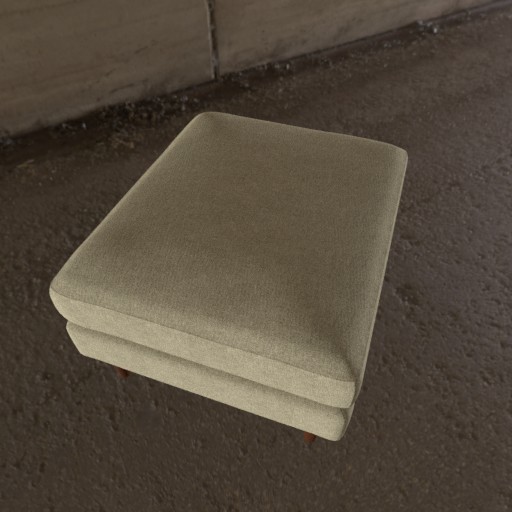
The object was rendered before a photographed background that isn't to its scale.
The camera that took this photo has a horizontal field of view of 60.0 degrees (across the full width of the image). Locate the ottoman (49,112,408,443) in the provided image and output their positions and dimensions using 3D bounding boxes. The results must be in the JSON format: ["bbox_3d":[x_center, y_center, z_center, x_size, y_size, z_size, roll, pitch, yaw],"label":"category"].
[{"bbox_3d":[0.000,0.000,1.260,0.693,0.474,0.821,14,48,13],"label":"ottoman"}]
